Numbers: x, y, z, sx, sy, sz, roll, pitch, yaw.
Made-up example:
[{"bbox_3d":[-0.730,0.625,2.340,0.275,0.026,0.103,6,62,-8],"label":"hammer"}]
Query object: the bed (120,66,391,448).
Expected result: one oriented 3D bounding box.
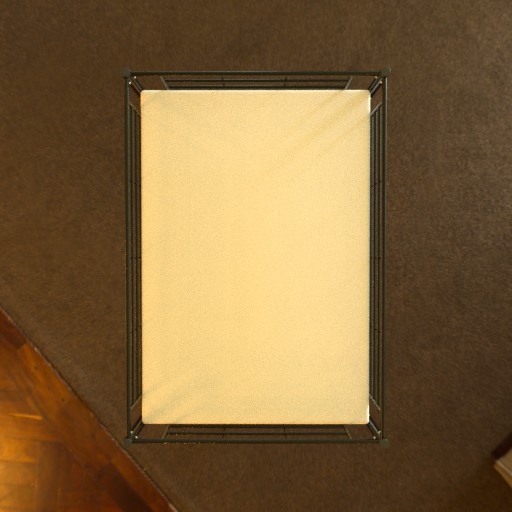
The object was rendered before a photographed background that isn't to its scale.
[{"bbox_3d":[0.000,0.000,3.204,1.397,1.803,1.994,0,91,0],"label":"bed"}]
